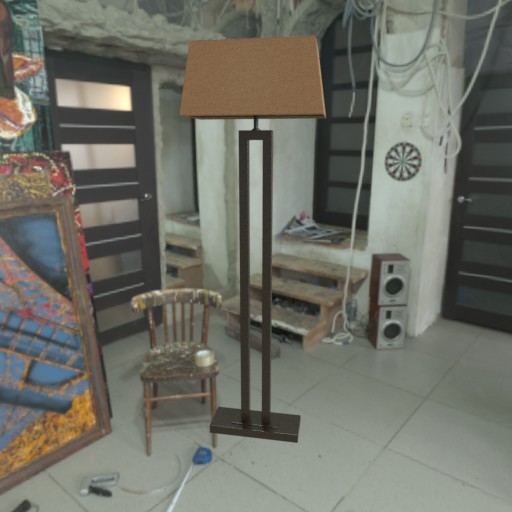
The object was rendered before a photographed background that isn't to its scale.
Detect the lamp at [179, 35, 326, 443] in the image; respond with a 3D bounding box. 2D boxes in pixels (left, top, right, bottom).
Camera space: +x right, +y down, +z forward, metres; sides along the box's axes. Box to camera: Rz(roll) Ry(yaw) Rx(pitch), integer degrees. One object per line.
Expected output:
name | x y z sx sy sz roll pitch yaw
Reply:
lamp | 0.000 0.000 1.660 0.475 1.469 0.233 3 14 10
